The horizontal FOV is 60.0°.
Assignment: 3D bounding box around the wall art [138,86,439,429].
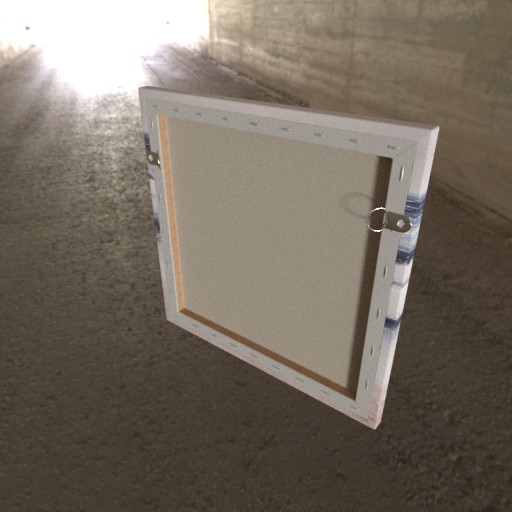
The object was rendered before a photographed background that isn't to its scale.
[{"bbox_3d":[0.000,0.000,1.130,0.755,0.747,0.065,20,35,32],"label":"wall art"}]
